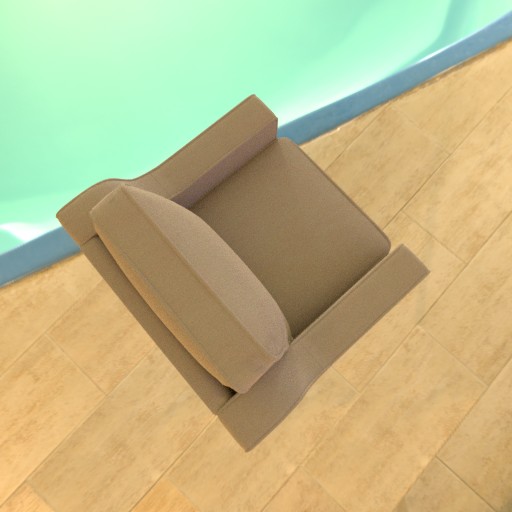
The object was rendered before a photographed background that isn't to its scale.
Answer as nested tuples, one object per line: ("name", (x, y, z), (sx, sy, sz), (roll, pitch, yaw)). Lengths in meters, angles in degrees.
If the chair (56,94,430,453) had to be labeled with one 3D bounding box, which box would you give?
("chair", (0.000, 0.000, 1.651), (0.882, 0.948, 0.922), (-40, 79, -9))
